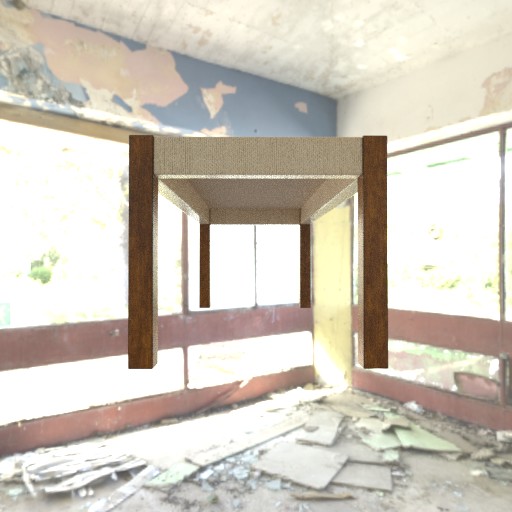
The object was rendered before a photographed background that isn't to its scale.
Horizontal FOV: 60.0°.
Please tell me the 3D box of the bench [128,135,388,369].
[{"bbox_3d":[0.000,0.000,1.463,0.507,0.457,1.198,0,-1,0],"label":"bench"}]
